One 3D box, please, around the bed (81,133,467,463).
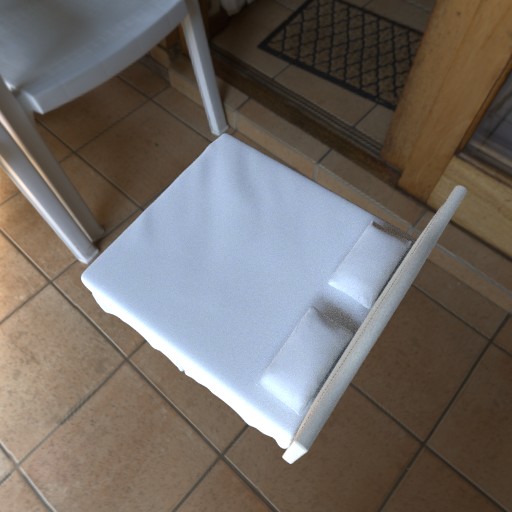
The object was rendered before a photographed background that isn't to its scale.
[{"bbox_3d":[0.000,0.000,3.534,2.182,1.421,2.083,33,67,16],"label":"bed"}]
